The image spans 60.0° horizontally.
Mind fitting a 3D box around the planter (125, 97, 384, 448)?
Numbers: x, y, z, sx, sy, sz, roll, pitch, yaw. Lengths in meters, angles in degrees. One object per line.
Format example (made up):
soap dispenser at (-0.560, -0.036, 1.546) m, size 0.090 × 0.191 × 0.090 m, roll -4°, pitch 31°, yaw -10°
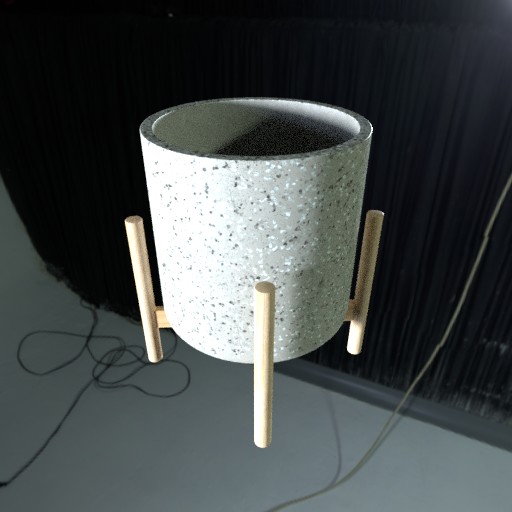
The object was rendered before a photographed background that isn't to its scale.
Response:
planter at (0.000, 0.000, 0.701) m, size 0.360 × 0.419 × 0.360 m, roll 10°, pitch 33°, yaw 16°
